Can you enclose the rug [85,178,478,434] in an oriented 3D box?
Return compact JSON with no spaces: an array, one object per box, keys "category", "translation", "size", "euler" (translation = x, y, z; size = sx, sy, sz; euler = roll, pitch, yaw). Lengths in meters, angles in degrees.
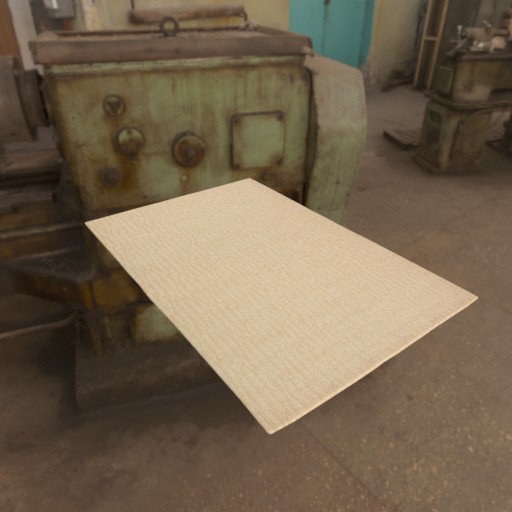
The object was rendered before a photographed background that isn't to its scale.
[{"category":"rug","translation":[0.000,0.000,2.373],"size":[1.238,0.014,1.848],"euler":[-21,37,-30]}]
